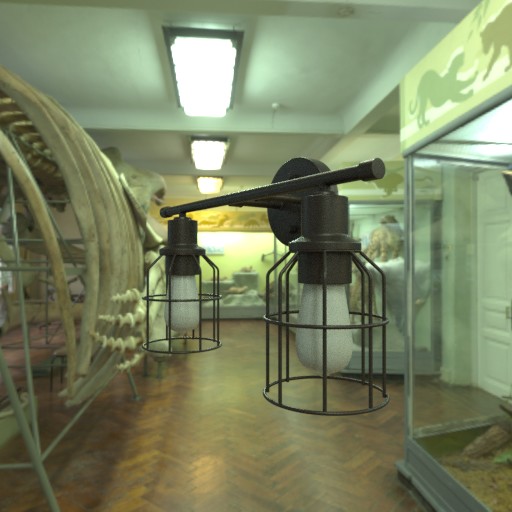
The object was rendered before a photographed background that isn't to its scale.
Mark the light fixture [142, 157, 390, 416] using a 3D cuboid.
[{"bbox_3d":[0.000,0.000,0.534,0.165,0.254,0.406,0,-1,-36],"label":"light fixture"}]
